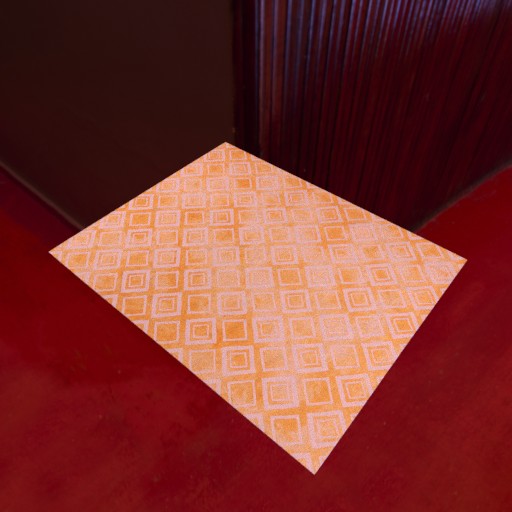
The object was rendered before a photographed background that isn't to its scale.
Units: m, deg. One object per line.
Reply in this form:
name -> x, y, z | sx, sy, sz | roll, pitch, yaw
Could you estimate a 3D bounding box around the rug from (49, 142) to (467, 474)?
rug -> 0.000, 0.000, 4.119 | 3.037, 0.011, 2.433 | 32, 54, 26
